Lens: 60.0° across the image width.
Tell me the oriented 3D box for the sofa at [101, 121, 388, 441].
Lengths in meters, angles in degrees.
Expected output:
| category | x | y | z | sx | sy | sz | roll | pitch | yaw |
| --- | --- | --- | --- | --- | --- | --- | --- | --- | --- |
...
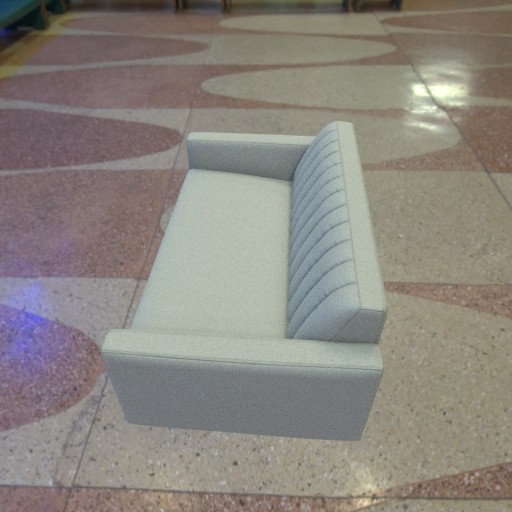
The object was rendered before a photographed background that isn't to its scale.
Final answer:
| category | x | y | z | sx | sy | sz | roll | pitch | yaw |
| --- | --- | --- | --- | --- | --- | --- | --- | --- | --- |
| sofa | 0.000 | 0.000 | 2.159 | 0.950 | 0.801 | 1.585 | 3 | 42 | 3 |
